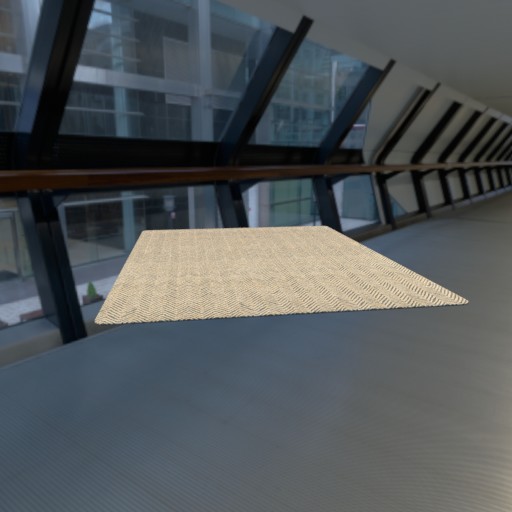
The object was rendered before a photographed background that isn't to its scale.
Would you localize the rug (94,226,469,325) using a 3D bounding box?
[{"bbox_3d":[0.000,0.000,4.321,2.439,0.014,3.207,-2,13,-9],"label":"rug"}]
